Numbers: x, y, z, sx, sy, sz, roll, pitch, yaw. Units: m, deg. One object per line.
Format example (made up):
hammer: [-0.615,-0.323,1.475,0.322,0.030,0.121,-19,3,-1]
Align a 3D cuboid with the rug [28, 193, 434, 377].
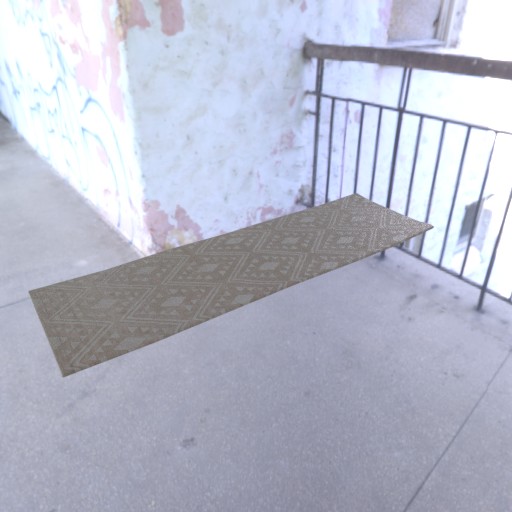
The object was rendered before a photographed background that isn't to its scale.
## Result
rug: [0.000,0.000,2.703,2.452,0.051,0.752,-19,35,-29]
